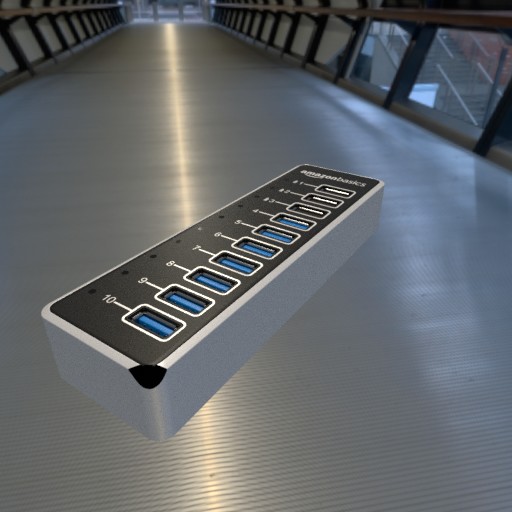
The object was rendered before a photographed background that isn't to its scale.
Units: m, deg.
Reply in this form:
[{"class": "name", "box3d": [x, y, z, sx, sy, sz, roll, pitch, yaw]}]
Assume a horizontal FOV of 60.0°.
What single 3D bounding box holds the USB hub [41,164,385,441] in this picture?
[{"class": "USB hub", "box3d": [0.000, 0.000, 0.164, 0.044, 0.023, 0.145, 19, 36, 29]}]
